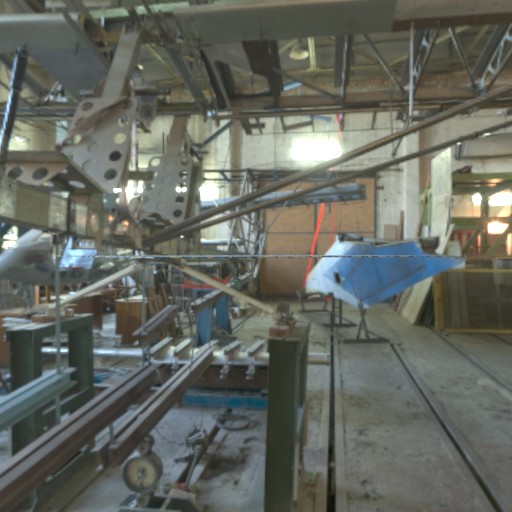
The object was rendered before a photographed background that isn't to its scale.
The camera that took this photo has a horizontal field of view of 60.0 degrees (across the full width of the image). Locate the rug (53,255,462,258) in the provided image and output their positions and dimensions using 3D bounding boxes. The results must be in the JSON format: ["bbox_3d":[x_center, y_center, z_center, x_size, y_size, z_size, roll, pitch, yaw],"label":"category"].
[{"bbox_3d":[0.000,0.000,4.102,3.007,0.007,2.435,0,0,-36],"label":"rug"}]
